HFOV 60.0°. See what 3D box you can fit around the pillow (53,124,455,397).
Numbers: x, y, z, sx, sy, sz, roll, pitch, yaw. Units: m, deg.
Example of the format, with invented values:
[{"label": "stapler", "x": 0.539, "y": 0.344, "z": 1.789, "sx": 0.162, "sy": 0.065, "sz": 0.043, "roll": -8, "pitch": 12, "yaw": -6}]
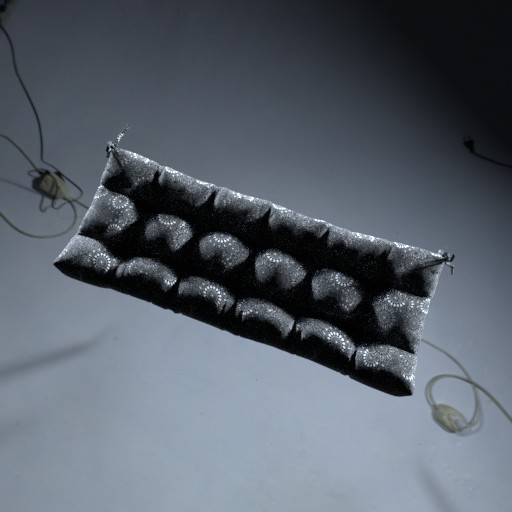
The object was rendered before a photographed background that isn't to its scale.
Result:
[{"label": "pillow", "x": 0.000, "y": 0.000, "z": 1.372, "sx": 1.194, "sy": 0.174, "sz": 0.511, "roll": 19, "pitch": 76, "yaw": 5}]
